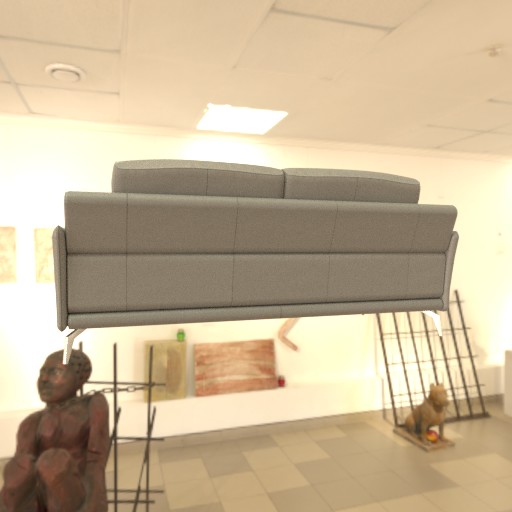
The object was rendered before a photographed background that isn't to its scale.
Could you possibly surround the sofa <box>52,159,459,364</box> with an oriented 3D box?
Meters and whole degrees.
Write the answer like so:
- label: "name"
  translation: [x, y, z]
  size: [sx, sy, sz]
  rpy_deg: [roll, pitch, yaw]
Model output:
- label: "sofa"
  translation: [0.000, 0.000, 2.624]
  size: [2.101, 0.930, 1.049]
  rpy_deg: [0, 1, -18]
